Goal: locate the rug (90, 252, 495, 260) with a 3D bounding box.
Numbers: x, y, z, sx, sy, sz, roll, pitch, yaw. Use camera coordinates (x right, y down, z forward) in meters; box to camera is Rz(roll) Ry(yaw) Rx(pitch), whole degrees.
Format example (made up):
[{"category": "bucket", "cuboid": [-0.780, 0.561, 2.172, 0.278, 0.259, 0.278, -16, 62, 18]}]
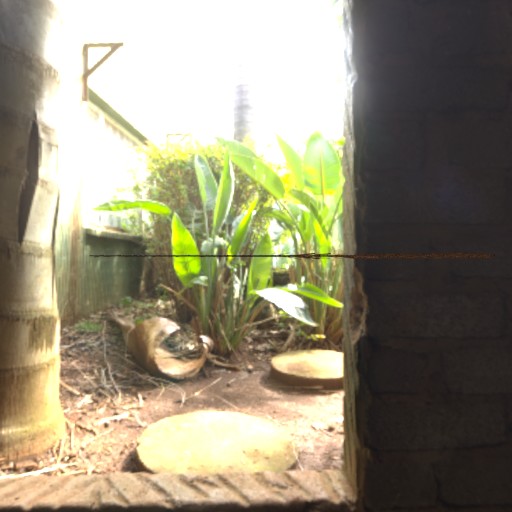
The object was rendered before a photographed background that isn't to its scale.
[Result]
[{"category": "rug", "cuboid": [0.000, 0.000, 2.444, 1.224, 0.027, 2.021, 0, 0, -37]}]
